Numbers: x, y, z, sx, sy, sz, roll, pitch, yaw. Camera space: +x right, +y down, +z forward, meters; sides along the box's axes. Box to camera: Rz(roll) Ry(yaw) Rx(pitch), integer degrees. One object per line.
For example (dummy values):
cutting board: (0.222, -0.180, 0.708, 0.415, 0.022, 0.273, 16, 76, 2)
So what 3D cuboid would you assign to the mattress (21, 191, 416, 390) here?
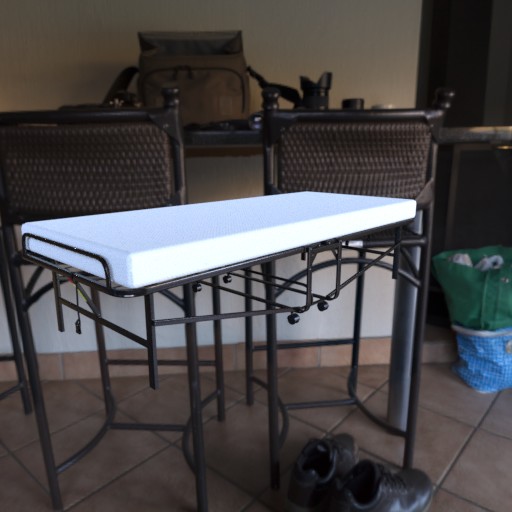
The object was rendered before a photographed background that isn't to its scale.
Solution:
mattress: (0.000, 0.000, 2.443, 0.922, 0.519, 2.153, 12, 18, 42)
